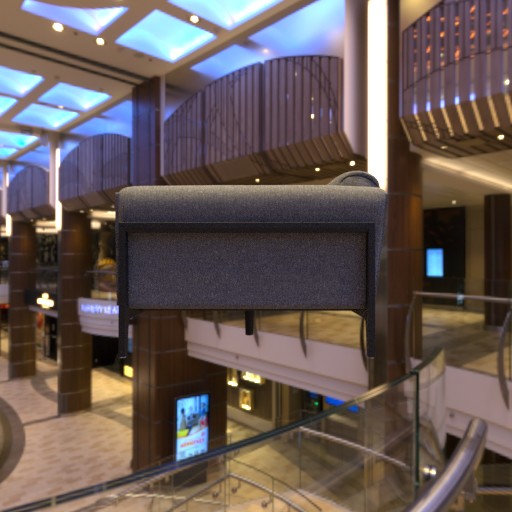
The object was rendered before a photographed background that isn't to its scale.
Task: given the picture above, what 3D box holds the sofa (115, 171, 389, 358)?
[{"bbox_3d":[0.000,0.000,2.554,0.985,0.703,2.125,0,0,0],"label":"sofa"}]
